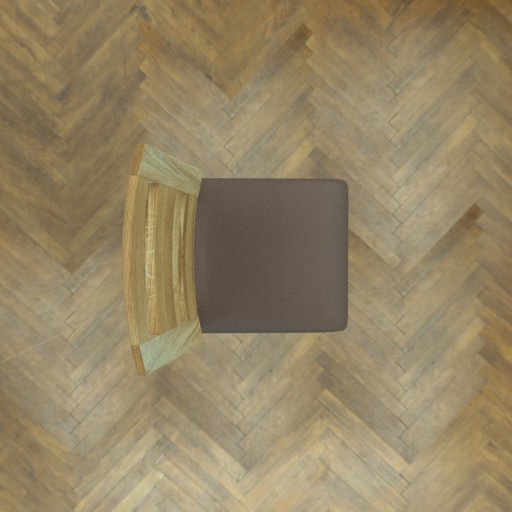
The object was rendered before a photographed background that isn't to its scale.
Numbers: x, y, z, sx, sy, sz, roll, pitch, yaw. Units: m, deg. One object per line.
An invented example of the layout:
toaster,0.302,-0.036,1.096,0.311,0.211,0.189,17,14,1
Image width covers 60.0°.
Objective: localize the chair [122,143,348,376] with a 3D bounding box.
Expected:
chair,0.000,0.000,1.263,0.570,0.970,0.460,0,91,-1
